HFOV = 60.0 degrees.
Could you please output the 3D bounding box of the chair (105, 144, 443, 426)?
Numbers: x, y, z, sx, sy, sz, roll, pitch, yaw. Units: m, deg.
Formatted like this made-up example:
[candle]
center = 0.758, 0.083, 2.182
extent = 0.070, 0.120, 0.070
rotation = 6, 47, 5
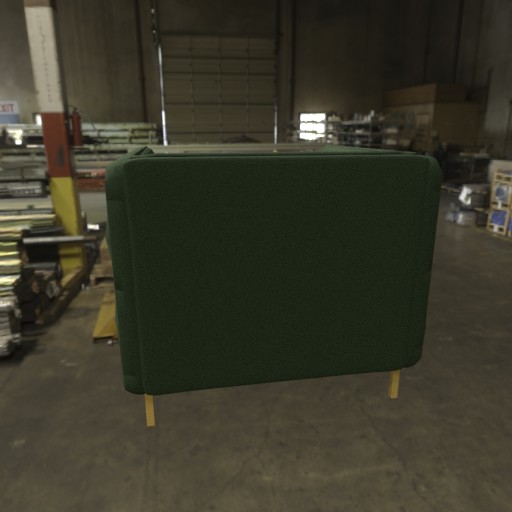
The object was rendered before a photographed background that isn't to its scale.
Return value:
[chair]
center = 0.000, 0.000, 1.595
extent = 0.917, 0.768, 0.855
rotation = -3, 16, -10
